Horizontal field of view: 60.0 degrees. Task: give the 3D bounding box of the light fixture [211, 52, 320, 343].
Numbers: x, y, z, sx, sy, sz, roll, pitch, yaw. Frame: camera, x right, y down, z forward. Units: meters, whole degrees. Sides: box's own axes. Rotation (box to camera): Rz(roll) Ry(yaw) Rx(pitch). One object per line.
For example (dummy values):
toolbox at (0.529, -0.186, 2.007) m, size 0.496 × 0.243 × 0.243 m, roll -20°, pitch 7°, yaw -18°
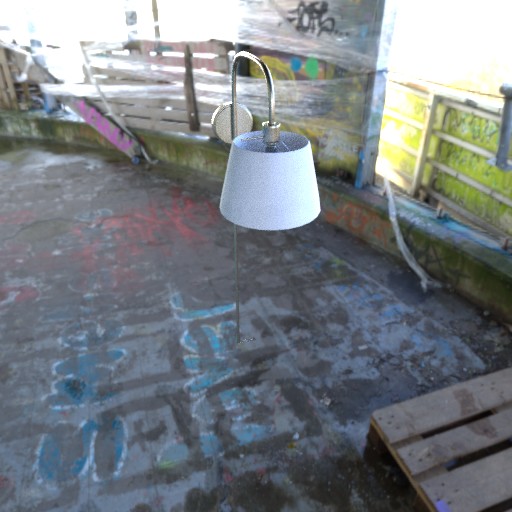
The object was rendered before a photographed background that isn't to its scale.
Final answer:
light fixture at (0.000, 0.000, 0.482) m, size 0.092 × 0.399 × 0.176 m, roll -10°, pitch 33°, yaw -15°
